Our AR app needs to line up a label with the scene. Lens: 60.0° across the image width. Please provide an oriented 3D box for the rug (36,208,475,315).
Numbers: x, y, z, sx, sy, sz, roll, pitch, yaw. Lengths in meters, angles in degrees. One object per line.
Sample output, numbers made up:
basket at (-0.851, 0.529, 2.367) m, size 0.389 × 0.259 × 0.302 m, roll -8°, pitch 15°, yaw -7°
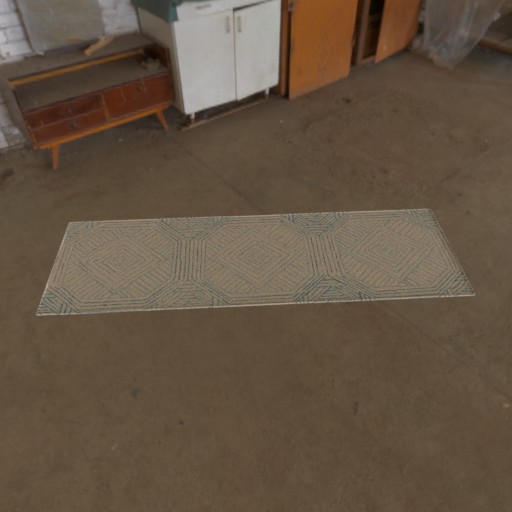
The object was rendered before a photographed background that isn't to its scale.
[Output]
rug at (0.000, 0.000, 2.733) m, size 2.452 × 0.012 × 0.775 m, roll -2°, pitch 46°, yaw -2°
